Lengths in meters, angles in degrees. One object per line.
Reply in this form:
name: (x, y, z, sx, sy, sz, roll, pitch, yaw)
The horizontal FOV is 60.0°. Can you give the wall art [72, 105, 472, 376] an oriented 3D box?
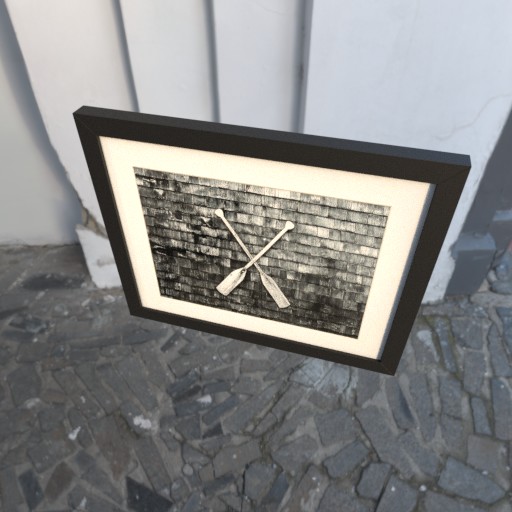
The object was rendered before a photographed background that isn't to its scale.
wall art: (0.000, 0.000, 0.763, 0.558, 0.457, 0.029, 11, 43, 12)
